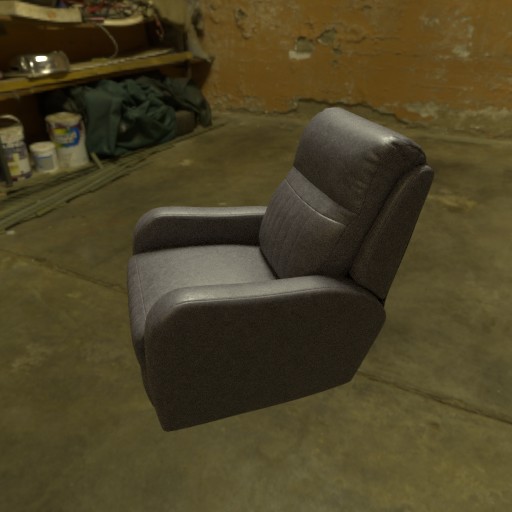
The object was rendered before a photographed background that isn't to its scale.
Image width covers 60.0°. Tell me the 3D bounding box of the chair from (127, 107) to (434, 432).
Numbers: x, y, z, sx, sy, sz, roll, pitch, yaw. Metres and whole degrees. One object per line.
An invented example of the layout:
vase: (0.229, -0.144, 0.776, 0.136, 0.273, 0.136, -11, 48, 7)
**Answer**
chair: (0.000, 0.000, 1.840, 1.067, 1.067, 0.865, -8, 30, -14)
